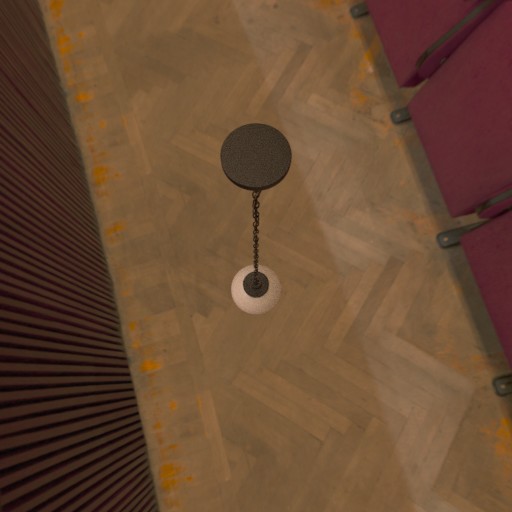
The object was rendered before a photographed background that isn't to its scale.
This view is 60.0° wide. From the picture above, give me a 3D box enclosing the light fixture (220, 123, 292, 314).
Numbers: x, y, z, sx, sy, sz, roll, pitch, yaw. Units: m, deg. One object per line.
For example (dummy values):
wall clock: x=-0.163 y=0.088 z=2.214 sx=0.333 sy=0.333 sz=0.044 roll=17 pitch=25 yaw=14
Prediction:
light fixture: x=0.000 y=0.000 z=1.966 sx=0.305 sy=1.867 sz=0.304 roll=-14 pitch=75 yaw=-4
